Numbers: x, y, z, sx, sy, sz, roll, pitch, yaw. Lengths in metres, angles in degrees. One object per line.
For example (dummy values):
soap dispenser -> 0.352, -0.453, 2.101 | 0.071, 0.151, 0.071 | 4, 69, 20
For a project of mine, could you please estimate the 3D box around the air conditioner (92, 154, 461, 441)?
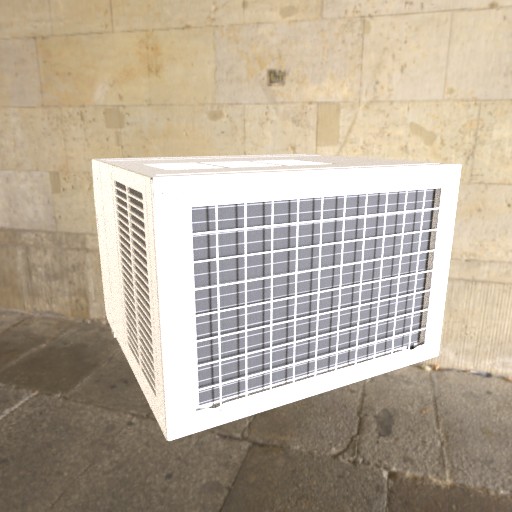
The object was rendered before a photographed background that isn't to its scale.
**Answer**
air conditioner -> 0.000, 0.000, 1.079 | 0.645, 0.455, 0.599 | -8, 17, -26
